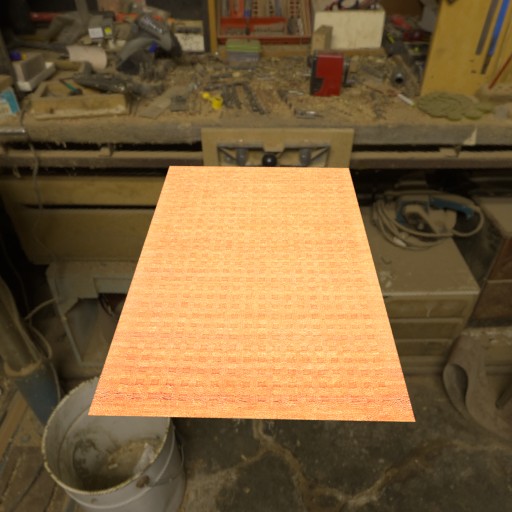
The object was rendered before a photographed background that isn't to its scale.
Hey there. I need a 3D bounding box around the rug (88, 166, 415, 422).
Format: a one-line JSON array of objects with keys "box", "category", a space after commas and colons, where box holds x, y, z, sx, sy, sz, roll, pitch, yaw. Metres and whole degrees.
[{"box": [0.000, 0.000, 2.922, 1.524, 0.006, 2.285, 1, 41, 1], "category": "rug"}]
